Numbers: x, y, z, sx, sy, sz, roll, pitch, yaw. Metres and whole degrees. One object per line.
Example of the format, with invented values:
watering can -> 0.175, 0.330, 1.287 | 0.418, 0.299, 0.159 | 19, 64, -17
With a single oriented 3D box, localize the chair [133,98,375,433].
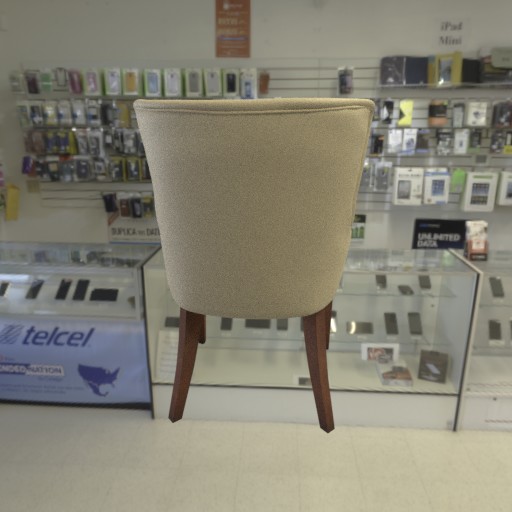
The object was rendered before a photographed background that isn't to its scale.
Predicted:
chair -> 0.000, 0.000, 1.448 | 0.660, 0.952, 0.686 | 2, 16, 6
